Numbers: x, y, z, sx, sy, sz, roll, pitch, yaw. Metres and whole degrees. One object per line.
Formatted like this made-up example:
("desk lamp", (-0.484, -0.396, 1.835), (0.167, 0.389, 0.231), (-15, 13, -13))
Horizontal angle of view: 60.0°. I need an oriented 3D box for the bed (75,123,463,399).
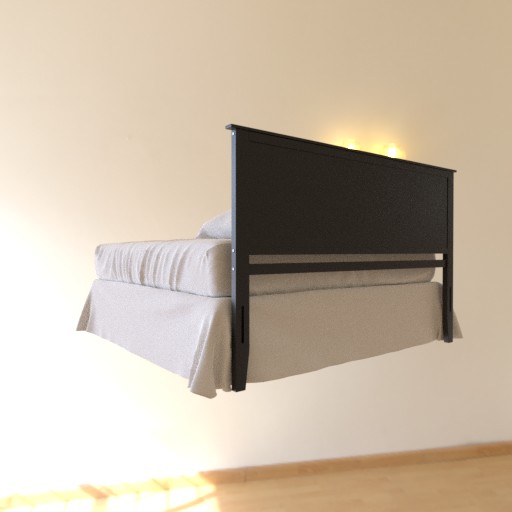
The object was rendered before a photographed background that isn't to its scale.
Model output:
("bed", (0.000, 0.000, 3.538), (2.315, 1.271, 2.219), (0, 1, -37))
